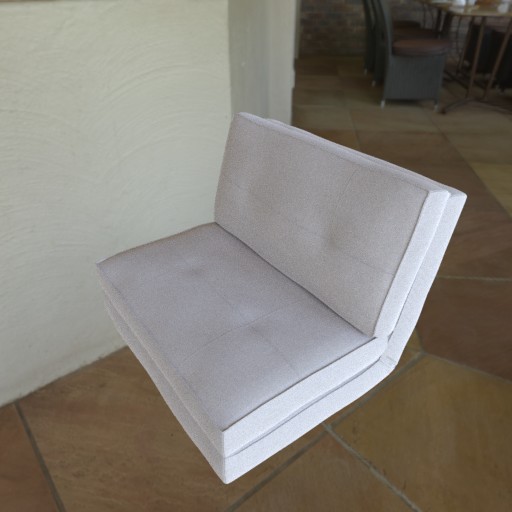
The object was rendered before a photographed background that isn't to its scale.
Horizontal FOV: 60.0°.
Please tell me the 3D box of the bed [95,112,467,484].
[{"bbox_3d":[0.000,0.000,1.291,0.749,0.614,0.799,-22,39,-29],"label":"bed"}]
